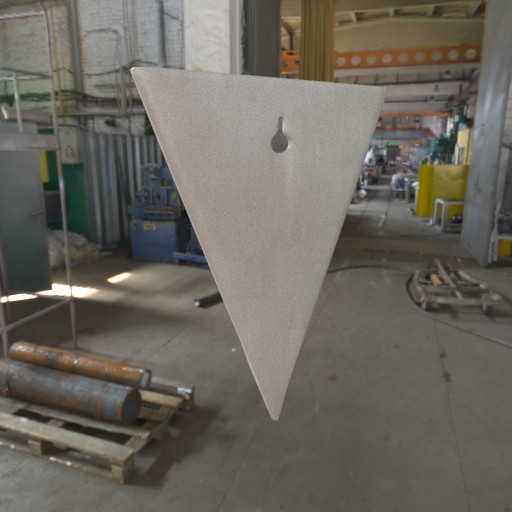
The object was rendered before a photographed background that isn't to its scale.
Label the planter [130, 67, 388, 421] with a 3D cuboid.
[{"bbox_3d":[0.000,0.000,0.272,0.150,0.197,0.060,-7,15,-27],"label":"planter"}]
